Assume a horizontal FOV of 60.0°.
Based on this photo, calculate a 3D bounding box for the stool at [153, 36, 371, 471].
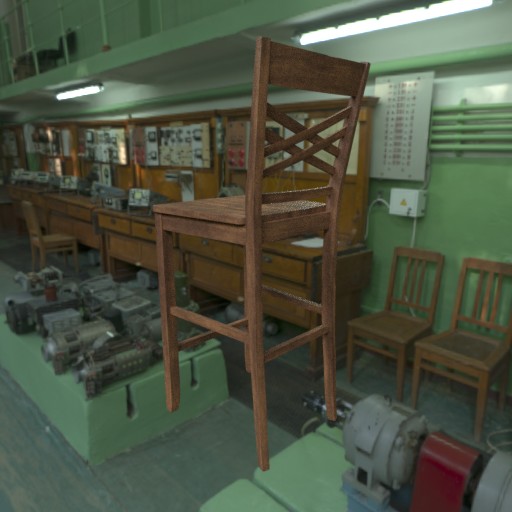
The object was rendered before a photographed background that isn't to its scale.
[{"bbox_3d":[0.000,0.000,1.360,0.487,1.105,0.433,13,19,43],"label":"stool"}]
